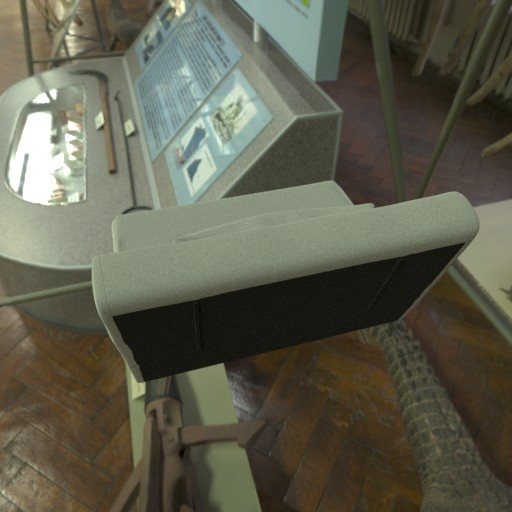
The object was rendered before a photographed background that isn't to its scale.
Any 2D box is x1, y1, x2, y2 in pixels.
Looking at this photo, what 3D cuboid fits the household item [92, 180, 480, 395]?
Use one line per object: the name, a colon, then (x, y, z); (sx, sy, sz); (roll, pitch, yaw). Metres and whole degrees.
household item: (0.000, 0.000, 1.600); (1.000, 0.800, 0.874); (-11, 43, -12)
